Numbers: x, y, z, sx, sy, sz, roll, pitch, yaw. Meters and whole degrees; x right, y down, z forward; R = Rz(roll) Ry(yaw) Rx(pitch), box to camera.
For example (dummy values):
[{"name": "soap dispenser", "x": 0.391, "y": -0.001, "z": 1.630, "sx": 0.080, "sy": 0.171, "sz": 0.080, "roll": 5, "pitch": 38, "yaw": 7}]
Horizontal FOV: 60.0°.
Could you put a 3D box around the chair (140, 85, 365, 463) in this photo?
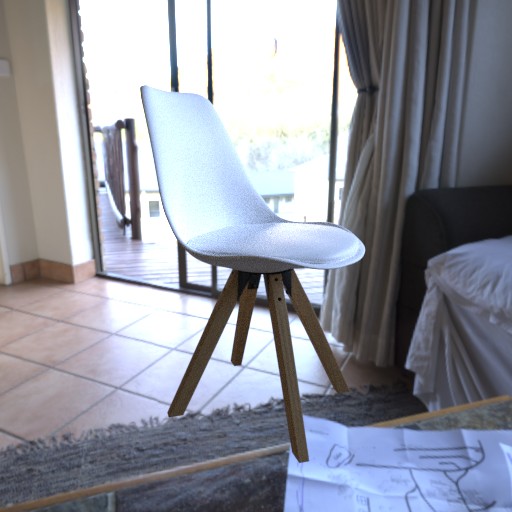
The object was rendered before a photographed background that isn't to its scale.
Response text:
[{"name": "chair", "x": 0.000, "y": 0.000, "z": 1.162, "sx": 0.550, "sy": 0.849, "sz": 0.485, "roll": 7, "pitch": 16, "yaw": 27}]
